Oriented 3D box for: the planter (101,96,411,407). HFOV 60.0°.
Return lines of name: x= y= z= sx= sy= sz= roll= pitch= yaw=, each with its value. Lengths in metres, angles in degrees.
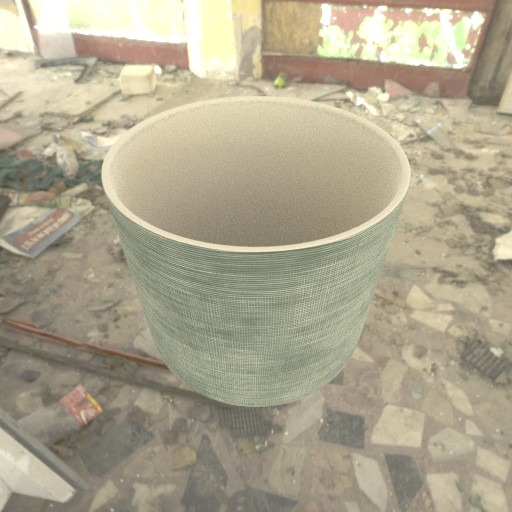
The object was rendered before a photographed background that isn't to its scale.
planter: x=0.000 y=0.000 z=0.781 sx=0.440 sy=0.398 sz=0.440 roll=0 pitch=41 yaw=0
